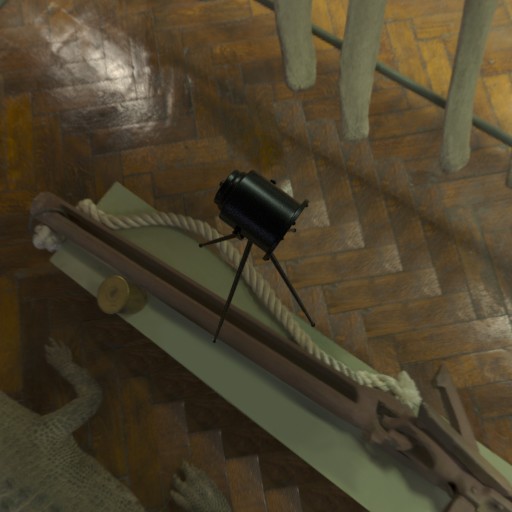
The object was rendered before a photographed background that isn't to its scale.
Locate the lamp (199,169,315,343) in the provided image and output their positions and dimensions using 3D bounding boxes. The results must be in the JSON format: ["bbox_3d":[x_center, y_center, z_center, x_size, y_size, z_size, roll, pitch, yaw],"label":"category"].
[{"bbox_3d":[0.000,0.000,2.040,0.884,1.504,0.879,35,79,8],"label":"lamp"}]
